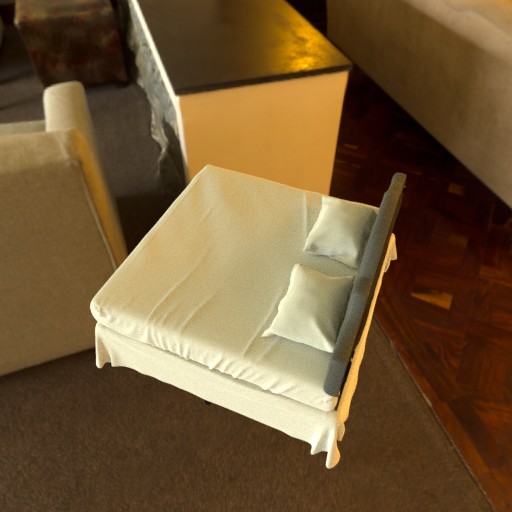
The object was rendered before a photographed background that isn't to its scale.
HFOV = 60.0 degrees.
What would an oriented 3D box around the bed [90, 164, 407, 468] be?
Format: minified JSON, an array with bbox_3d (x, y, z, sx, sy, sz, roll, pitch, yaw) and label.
[{"bbox_3d":[0.000,0.000,3.699,2.222,1.631,2.303,17,49,15],"label":"bed"}]
